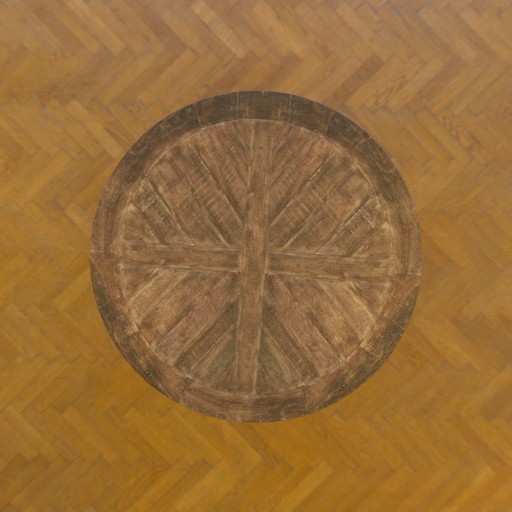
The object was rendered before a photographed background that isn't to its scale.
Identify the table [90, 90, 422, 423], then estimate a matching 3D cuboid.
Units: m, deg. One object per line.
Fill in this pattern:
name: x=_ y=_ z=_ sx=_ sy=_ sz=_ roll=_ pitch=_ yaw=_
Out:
table: x=0.000 y=0.000 z=2.062 sx=1.264 sy=0.762 sz=1.264 roll=0 pitch=91 yaw=0
